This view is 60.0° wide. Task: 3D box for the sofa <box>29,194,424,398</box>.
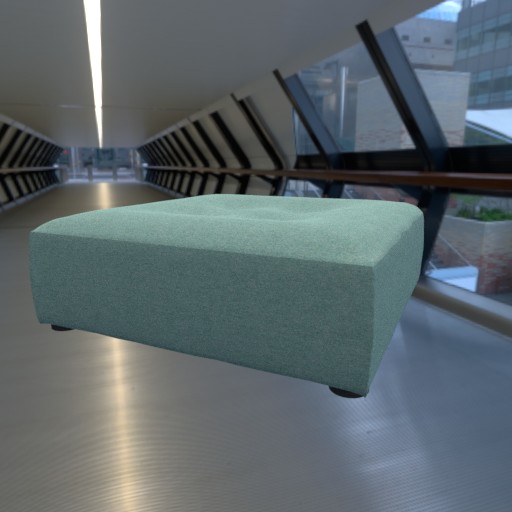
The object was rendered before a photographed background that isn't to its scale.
[{"bbox_3d":[0.000,0.000,1.426,0.930,0.330,0.930,6,14,25],"label":"sofa"}]
